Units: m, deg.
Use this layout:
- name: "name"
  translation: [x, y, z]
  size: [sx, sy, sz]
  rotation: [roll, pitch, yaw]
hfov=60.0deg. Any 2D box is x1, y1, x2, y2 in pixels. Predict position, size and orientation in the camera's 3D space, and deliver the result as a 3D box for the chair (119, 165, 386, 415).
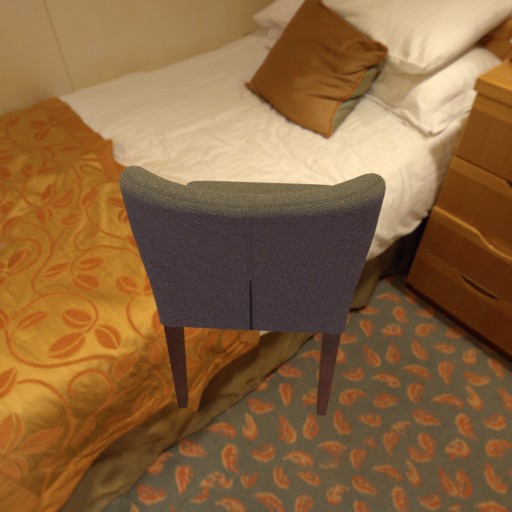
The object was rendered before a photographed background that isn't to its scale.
- name: "chair"
  translation: [0.000, 0.000, 1.185]
  size: [0.491, 0.839, 0.589]
  rotation: [2, 47, 2]
